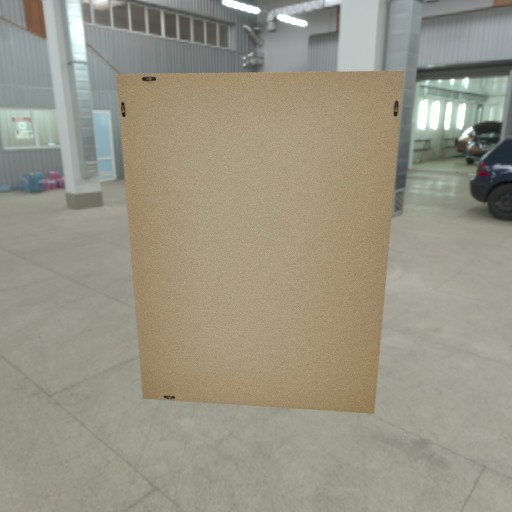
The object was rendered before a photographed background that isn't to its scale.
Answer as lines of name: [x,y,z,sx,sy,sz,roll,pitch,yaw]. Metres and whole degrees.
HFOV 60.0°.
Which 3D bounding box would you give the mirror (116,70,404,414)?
mirror: [0.000,0.000,1.324,0.762,1.016,0.041,2,16,6]
